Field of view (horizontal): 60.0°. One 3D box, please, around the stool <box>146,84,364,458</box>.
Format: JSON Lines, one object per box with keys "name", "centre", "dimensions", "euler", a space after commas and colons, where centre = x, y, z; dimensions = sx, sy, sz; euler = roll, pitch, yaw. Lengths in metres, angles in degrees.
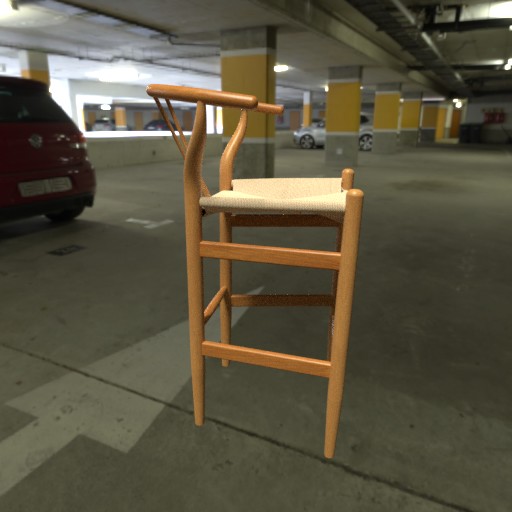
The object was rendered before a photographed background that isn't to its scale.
{"name": "stool", "centre": [0.000, 0.000, 1.347], "dimensions": [0.579, 0.970, 0.569], "euler": [3, 17, 9]}
